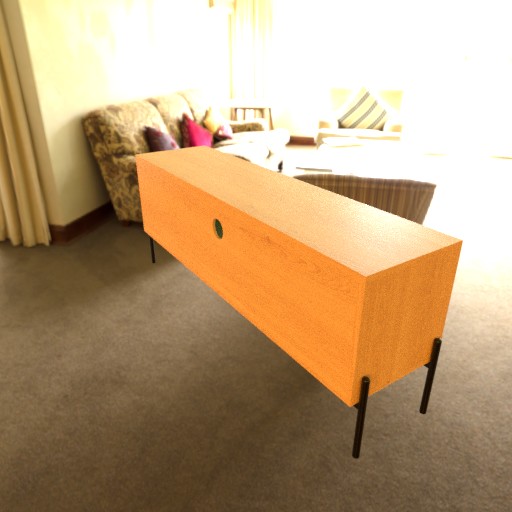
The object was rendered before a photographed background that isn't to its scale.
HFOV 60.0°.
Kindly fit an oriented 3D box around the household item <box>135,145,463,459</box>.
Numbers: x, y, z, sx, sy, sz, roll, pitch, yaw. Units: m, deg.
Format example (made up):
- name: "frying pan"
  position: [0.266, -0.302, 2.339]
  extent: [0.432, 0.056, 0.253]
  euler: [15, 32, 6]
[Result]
- name: "household item"
  position: [0.000, 0.000, 1.820]
  extent: [0.400, 0.600, 1.550]
  euler: [-16, 30, -30]
